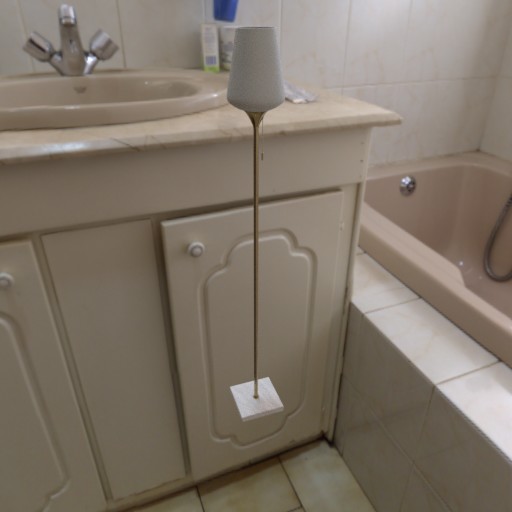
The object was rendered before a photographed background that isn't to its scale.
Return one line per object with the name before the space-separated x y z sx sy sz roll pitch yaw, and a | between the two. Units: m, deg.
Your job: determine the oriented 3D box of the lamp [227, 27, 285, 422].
lamp | 0.000 0.000 1.978 0.232 1.813 0.229 -10 31 -17
